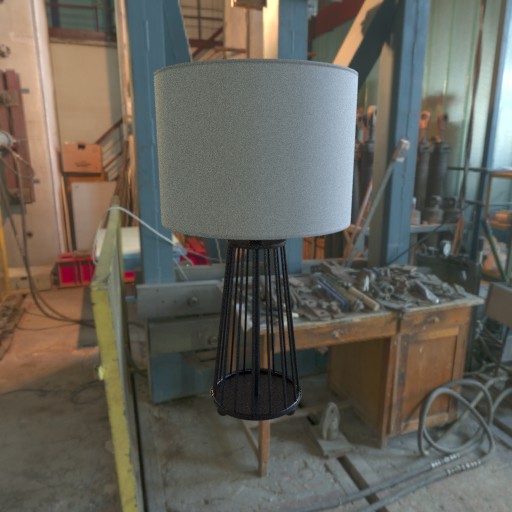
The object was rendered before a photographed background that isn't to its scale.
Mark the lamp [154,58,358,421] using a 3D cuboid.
[{"bbox_3d":[0.000,0.000,0.786,0.322,0.593,0.322,7,16,26],"label":"lamp"}]
